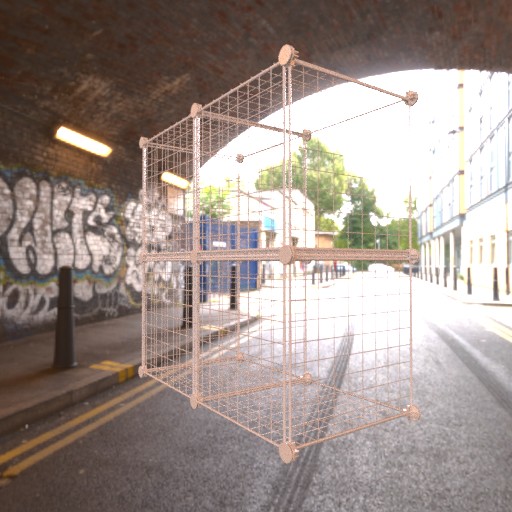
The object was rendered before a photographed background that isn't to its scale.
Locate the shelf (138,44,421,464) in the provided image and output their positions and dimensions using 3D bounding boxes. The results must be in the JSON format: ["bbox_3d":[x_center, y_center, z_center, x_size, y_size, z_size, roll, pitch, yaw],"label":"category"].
[{"bbox_3d":[0.000,0.000,1.134,0.356,0.711,0.711,1,-1,-35],"label":"shelf"}]
